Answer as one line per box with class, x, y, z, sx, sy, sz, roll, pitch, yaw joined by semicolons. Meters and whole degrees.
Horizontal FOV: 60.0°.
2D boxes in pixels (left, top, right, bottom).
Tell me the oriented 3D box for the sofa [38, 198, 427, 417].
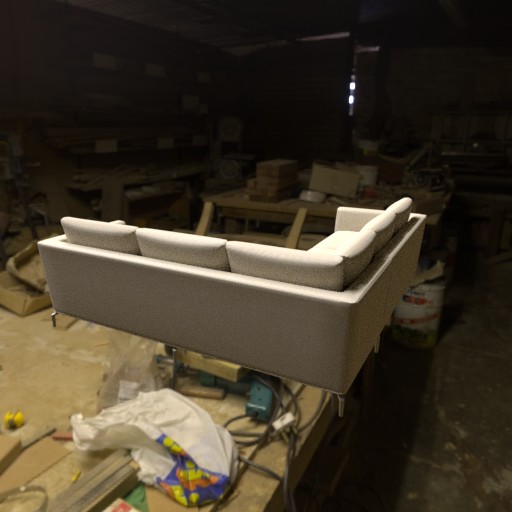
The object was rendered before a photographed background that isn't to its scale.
sofa;0.000;0.000;3.839;2.448;0.867;2.430;9;19;27
